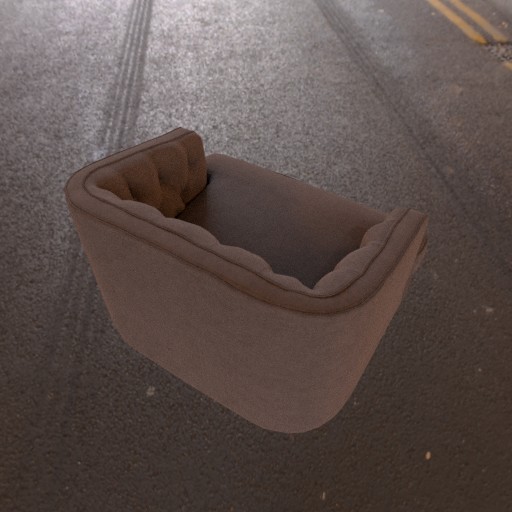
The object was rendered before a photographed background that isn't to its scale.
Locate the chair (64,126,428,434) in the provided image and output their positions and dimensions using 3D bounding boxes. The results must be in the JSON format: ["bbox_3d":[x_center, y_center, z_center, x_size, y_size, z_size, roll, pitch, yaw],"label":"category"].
[{"bbox_3d":[0.000,0.000,1.730,1.104,0.852,0.941,25,51,22],"label":"chair"}]
